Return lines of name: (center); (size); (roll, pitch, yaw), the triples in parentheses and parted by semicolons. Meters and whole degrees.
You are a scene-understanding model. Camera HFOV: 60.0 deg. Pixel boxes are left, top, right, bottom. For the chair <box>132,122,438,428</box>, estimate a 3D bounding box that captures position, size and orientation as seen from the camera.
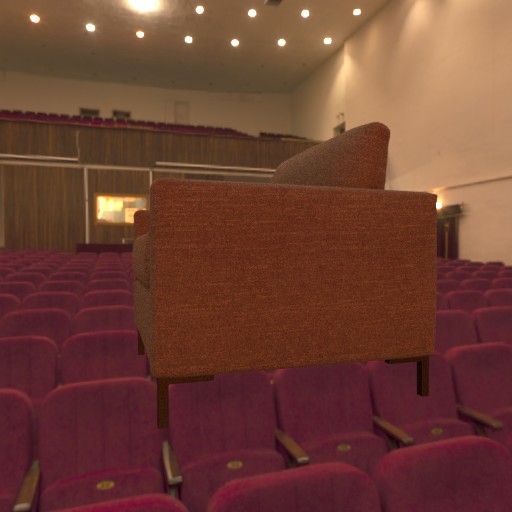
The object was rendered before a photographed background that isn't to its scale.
chair: (0.000, 0.000, 1.607); (0.845, 0.841, 0.940); (0, 0, -18)
